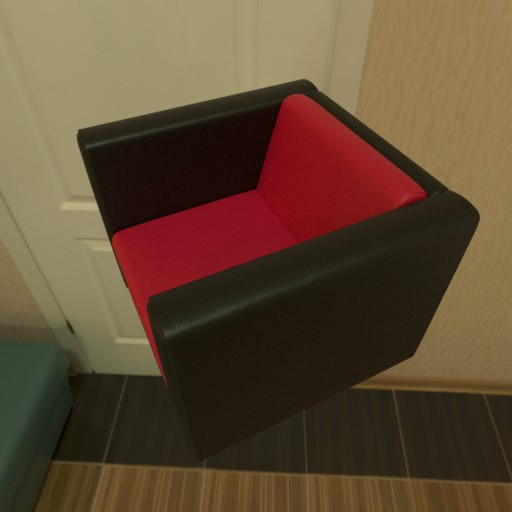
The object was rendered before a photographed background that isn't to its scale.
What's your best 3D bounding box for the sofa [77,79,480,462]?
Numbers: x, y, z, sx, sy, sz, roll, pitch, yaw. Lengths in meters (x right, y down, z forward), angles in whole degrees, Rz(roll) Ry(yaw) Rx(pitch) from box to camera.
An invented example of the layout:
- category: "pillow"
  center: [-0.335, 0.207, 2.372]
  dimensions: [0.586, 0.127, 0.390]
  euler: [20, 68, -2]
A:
- category: "sofa"
  center: [0.000, 0.000, 1.428]
  dimensions: [0.809, 0.724, 0.839]
  euler: [-20, 49, -18]
